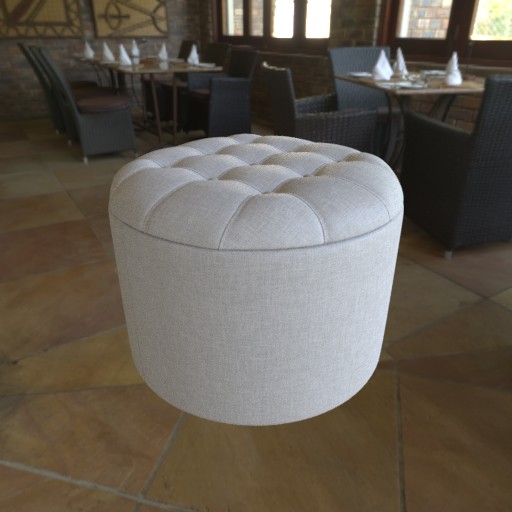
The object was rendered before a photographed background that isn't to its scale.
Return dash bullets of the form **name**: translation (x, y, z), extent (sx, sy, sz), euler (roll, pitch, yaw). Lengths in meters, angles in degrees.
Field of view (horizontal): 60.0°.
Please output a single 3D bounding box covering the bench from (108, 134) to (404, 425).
- **bench**: translation (0.000, 0.000, 1.002), extent (0.600, 0.453, 0.600), euler (0, 27, 0)
